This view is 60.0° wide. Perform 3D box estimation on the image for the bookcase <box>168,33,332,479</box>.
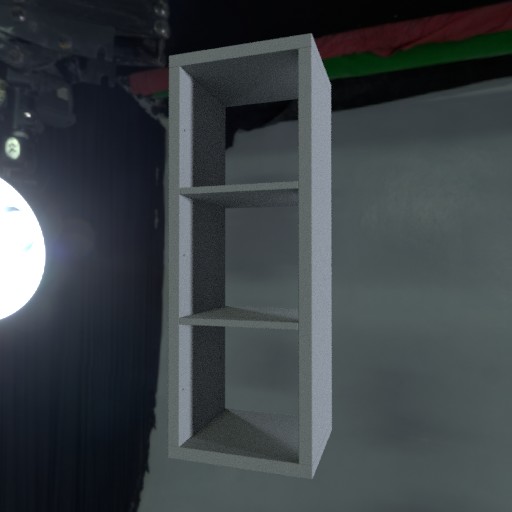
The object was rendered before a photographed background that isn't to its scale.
[{"bbox_3d":[0.000,0.000,1.289,0.390,1.080,0.330,0,-1,18],"label":"bookcase"}]
